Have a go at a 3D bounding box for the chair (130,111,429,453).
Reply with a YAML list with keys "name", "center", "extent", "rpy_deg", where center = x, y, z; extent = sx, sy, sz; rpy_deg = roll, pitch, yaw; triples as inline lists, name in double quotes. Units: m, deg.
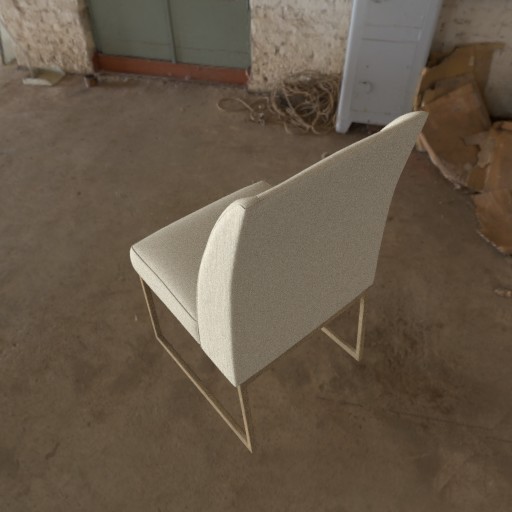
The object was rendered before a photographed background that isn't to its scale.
- name: "chair"
  center: [0.000, 0.000, 1.189]
  extent: [0.508, 0.863, 0.522]
  rpy_deg: [-31, 52, -27]
